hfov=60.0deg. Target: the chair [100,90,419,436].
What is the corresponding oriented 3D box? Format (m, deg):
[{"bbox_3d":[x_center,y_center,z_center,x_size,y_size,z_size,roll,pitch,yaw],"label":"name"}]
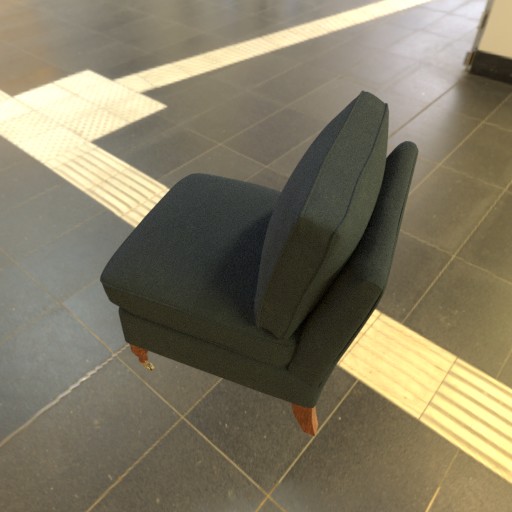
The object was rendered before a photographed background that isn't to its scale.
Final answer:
[{"bbox_3d":[0.000,0.000,1.629,0.912,1.052,0.724,15,47,15],"label":"chair"}]
